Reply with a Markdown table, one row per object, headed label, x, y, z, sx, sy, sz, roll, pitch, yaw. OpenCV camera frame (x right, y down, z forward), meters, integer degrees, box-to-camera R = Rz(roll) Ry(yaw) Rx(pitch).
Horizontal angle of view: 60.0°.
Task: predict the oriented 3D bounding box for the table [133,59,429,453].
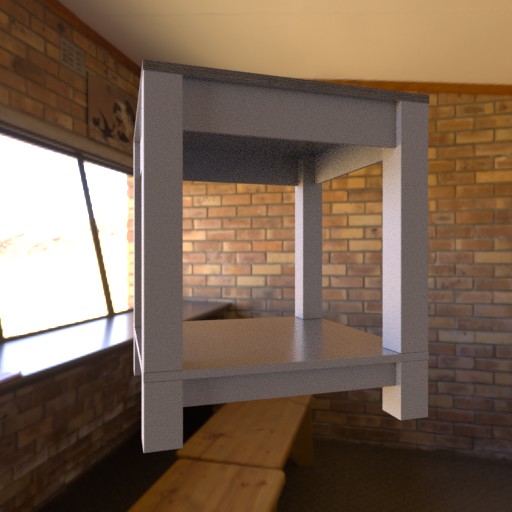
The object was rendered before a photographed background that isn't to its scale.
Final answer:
| label | x | y | z | sx | sy | sz | roll | pitch | yaw |
| --- | --- | --- | --- | --- | --- | --- | --- | --- | --- |
| table | 0.000 | 0.000 | 0.975 | 0.506 | 0.587 | 0.504 | 0 | 0 | -17 |
